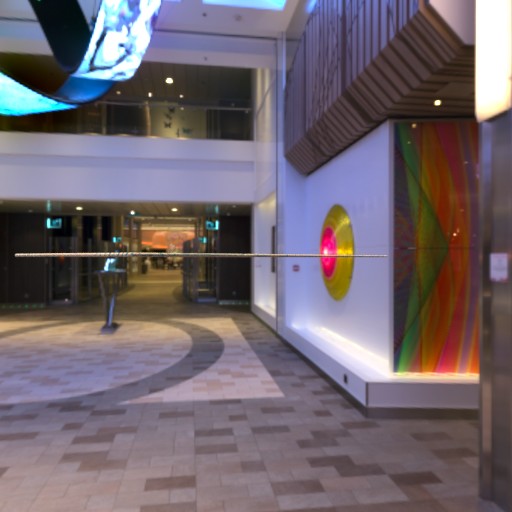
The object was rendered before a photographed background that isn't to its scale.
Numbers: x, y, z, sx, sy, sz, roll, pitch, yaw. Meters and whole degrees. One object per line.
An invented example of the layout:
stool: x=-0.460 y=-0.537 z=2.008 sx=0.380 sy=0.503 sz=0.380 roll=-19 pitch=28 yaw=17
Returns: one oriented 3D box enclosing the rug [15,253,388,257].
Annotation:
rug: x=0.000 y=0.000 z=2.656 sx=0.775 sy=0.012 sz=2.452 roll=0 pitch=0 yaw=35
